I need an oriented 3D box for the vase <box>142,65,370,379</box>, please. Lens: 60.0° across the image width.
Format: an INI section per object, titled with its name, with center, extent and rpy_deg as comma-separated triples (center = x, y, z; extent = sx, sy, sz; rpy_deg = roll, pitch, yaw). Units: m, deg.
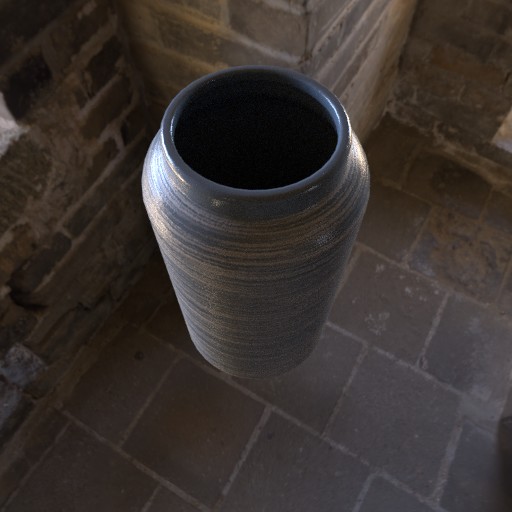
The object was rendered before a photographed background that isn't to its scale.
[vase]
center = 0.000, 0.000, 0.297
extent = 0.116, 0.230, 0.116
rpy_deg = 0, 59, 0
